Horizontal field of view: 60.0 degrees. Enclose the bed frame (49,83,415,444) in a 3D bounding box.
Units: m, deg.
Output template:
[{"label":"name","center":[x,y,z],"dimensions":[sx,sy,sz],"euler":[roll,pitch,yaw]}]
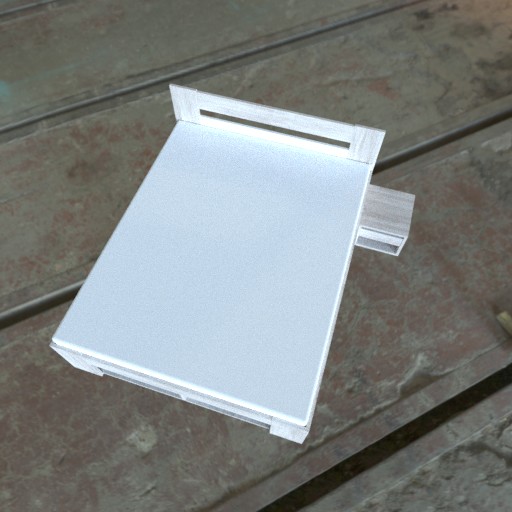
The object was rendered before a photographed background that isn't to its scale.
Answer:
[{"label":"bed frame","center":[0.000,0.000,3.117],"dimensions":[2.040,0.860,2.050],"euler":[15,60,9]}]
